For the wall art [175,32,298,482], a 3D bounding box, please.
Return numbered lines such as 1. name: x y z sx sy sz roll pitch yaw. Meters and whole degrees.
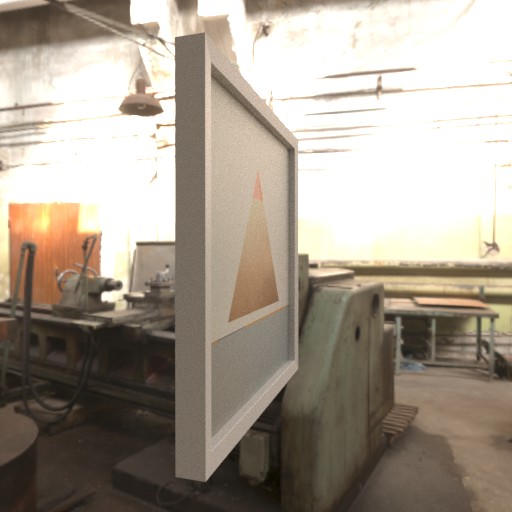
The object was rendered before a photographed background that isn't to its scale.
1. wall art: 0.000 0.000 1.901 0.098 1.291 1.289 0 1 17
